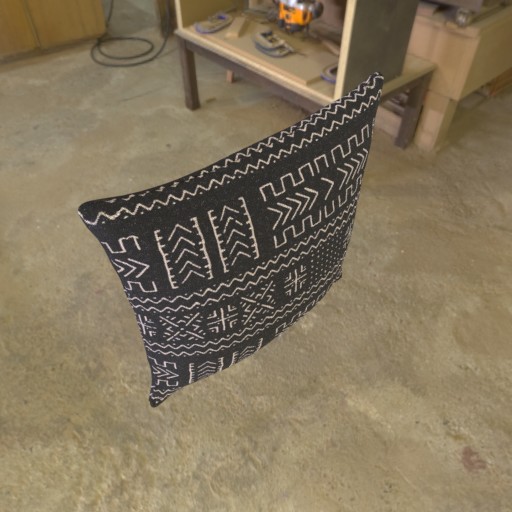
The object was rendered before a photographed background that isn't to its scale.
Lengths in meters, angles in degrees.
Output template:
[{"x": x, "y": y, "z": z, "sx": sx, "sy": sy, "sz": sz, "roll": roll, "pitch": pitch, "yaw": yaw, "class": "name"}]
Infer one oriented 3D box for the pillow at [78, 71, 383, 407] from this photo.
[{"x": 0.000, "y": 0.000, "z": 0.655, "sx": 0.438, "sy": 0.430, "sz": 0.164, "roll": -31, "pitch": 55, "yaw": -25, "class": "pillow"}]
